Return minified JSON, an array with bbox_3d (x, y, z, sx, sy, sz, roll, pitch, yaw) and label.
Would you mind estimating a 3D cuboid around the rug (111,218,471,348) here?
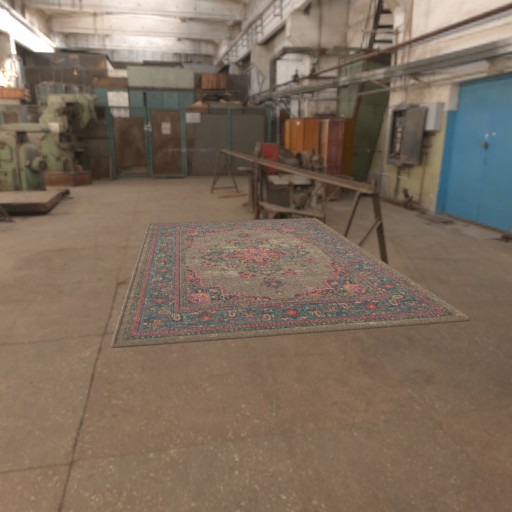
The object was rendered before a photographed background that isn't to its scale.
[{"bbox_3d":[0.000,0.000,2.188,1.144,0.014,1.748,-3,16,-9],"label":"rug"}]
